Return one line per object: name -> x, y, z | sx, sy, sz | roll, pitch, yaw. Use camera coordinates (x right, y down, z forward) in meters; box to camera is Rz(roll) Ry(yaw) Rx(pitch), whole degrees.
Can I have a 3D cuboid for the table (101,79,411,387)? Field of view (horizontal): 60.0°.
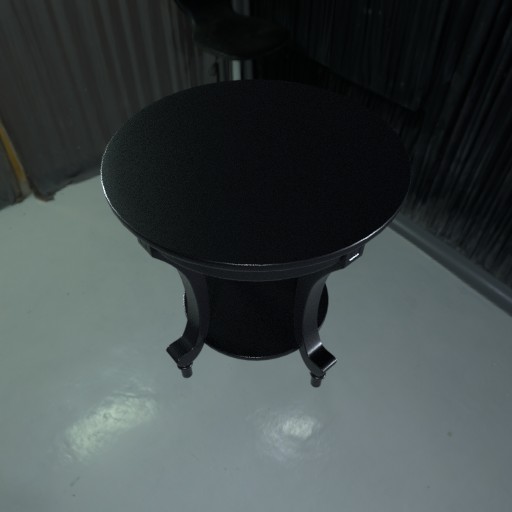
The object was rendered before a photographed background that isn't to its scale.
table -> 0.000, 0.000, 1.101 | 0.597, 0.618, 0.597 | 0, 48, 0
